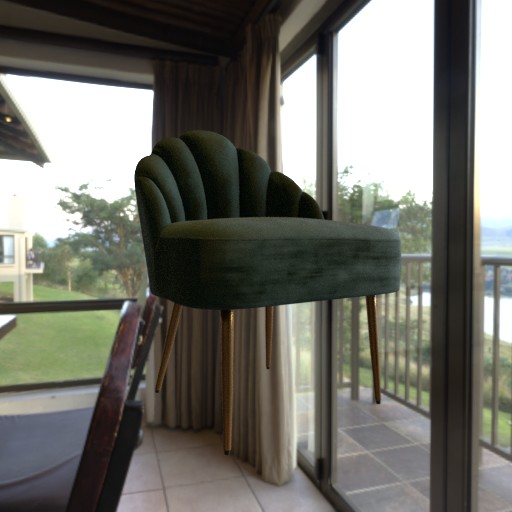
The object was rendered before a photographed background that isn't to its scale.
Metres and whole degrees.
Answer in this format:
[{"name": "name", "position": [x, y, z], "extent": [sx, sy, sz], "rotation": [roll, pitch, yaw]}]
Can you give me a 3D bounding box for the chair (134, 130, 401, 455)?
[{"name": "chair", "position": [0.000, 0.000, 1.262], "extent": [0.657, 0.819, 0.599], "rotation": [-1, 2, -36]}]
